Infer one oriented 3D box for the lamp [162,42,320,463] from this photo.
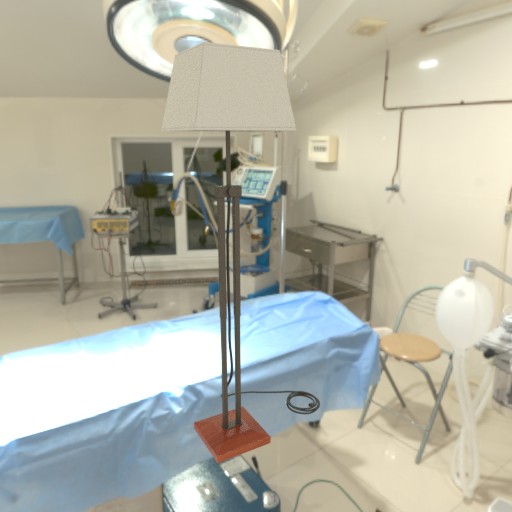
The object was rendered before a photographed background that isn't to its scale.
[{"bbox_3d":[0.000,0.000,2.023,0.745,1.712,0.472,-8,17,-28],"label":"lamp"}]
